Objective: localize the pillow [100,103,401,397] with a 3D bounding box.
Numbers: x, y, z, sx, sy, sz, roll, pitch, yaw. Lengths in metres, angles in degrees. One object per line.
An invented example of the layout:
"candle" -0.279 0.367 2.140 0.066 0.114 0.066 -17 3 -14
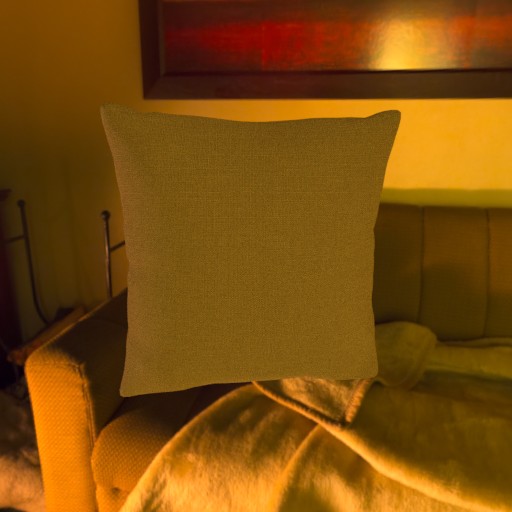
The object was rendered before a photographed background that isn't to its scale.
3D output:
"pillow" 0.000 0.000 0.677 0.429 0.436 0.159 -3 14 -10
